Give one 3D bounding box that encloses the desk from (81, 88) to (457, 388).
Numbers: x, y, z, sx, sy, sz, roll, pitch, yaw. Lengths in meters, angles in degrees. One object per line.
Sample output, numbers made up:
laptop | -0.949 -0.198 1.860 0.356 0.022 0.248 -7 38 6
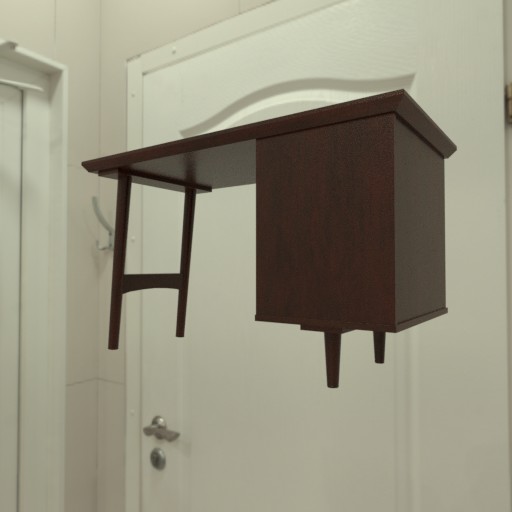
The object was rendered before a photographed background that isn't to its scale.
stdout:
desk | 0.000 0.000 1.647 1.277 0.758 0.612 -1 -2 35
